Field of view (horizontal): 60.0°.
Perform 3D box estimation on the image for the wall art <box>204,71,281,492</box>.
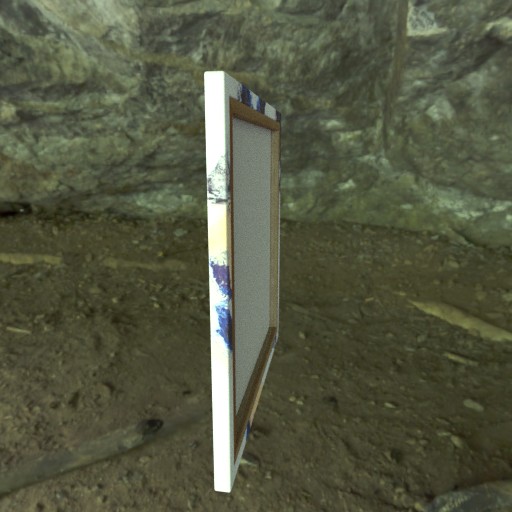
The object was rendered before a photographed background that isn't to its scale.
[{"bbox_3d":[0.000,0.000,1.320,0.038,0.885,0.887,2,13,9],"label":"wall art"}]
